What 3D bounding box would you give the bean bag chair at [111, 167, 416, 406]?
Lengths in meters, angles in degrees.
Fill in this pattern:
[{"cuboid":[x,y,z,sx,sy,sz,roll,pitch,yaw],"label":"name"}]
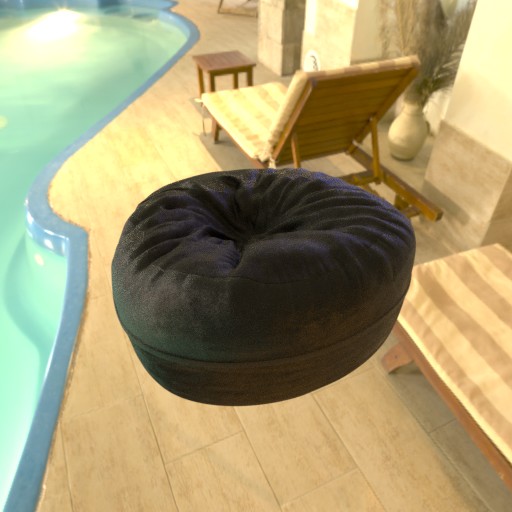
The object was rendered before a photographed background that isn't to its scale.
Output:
[{"cuboid":[0.000,0.000,2.426,1.524,0.878,1.524,-13,42,-14],"label":"bean bag chair"}]
